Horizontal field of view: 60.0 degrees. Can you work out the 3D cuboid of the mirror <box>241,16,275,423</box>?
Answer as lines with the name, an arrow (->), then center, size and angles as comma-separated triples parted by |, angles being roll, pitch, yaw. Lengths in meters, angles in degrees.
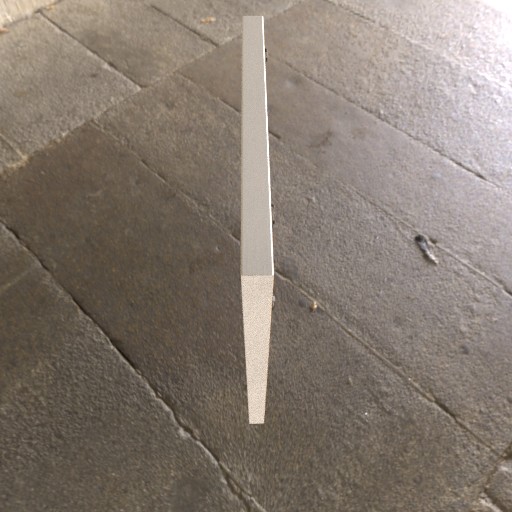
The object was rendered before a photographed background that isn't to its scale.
mirror -> 0.000, 0.000, 0.910 | 0.040, 0.710, 0.507 | -1, 57, 0
